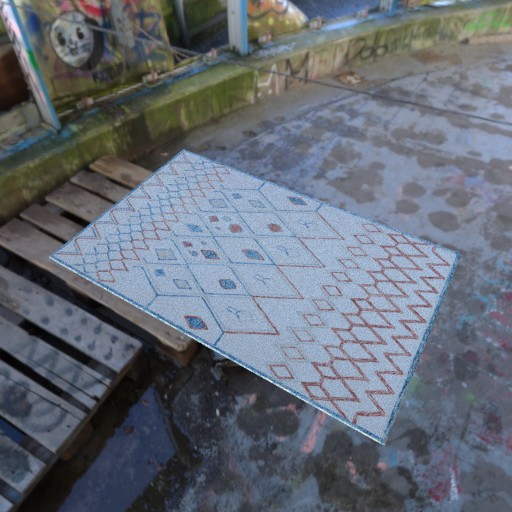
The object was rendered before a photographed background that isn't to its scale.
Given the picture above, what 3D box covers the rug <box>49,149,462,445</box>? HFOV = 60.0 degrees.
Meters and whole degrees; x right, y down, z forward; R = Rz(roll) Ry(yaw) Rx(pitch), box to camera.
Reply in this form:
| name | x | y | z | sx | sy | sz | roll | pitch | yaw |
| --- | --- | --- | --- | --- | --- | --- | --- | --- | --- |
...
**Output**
| name | x | y | z | sx | sy | sz | roll | pitch | yaw |
| --- | --- | --- | --- | --- | --- | --- | --- | --- | --- |
| rug | 0.000 | 0.000 | 3.085 | 2.438 | 0.015 | 1.524 | 24 | 52 | 21 |
